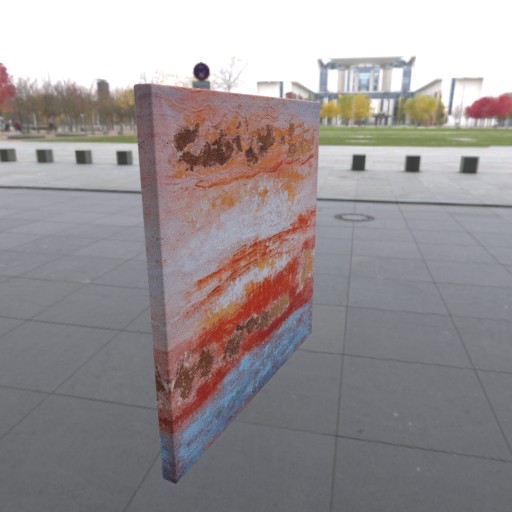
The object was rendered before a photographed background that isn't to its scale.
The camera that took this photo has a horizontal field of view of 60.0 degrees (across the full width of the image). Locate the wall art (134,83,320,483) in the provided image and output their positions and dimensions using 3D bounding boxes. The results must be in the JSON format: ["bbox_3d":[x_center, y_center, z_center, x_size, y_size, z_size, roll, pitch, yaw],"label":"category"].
[{"bbox_3d":[0.000,0.000,1.097,0.035,0.747,0.747,9,19,27],"label":"wall art"}]
